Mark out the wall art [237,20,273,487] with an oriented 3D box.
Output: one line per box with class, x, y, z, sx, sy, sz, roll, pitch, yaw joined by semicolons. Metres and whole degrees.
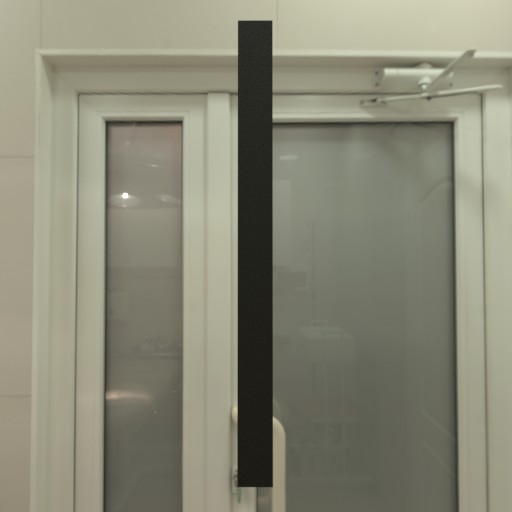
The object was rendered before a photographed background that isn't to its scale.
wall art;0.000;0.000;0.526;0.029;0.381;0.330;0;-2;0
